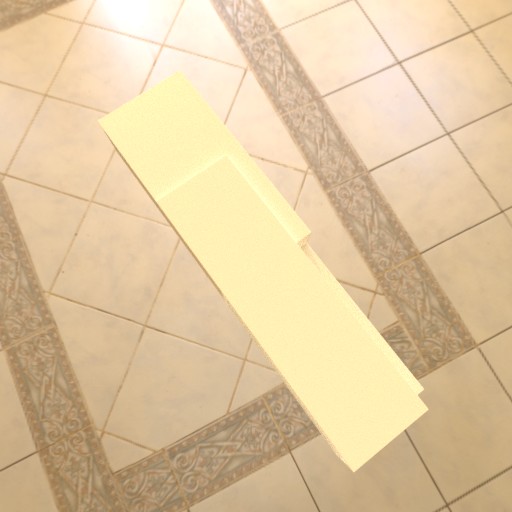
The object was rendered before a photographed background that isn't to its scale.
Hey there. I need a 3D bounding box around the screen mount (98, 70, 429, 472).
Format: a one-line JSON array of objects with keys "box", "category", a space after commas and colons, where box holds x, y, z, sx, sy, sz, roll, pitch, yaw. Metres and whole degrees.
[{"box": [0.000, 0.000, 1.859, 0.420, 0.320, 1.680, -35, 78, -9], "category": "screen mount"}]
